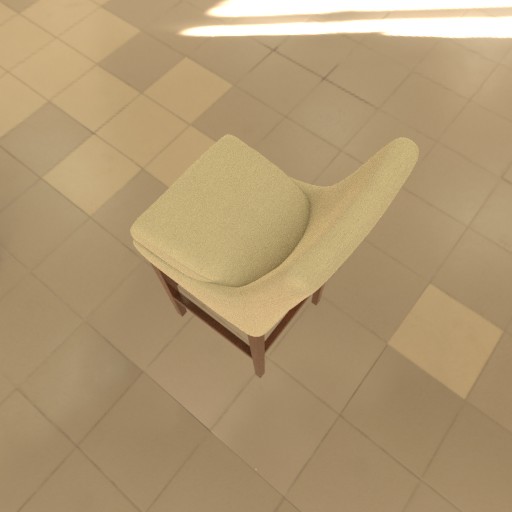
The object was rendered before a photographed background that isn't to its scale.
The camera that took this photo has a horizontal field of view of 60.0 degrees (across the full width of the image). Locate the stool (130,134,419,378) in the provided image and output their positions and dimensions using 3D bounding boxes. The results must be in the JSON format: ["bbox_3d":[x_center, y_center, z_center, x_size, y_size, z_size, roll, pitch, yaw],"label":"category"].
[{"bbox_3d":[0.000,0.000,1.381,0.577,1.078,0.470,35,69,16],"label":"stool"}]
